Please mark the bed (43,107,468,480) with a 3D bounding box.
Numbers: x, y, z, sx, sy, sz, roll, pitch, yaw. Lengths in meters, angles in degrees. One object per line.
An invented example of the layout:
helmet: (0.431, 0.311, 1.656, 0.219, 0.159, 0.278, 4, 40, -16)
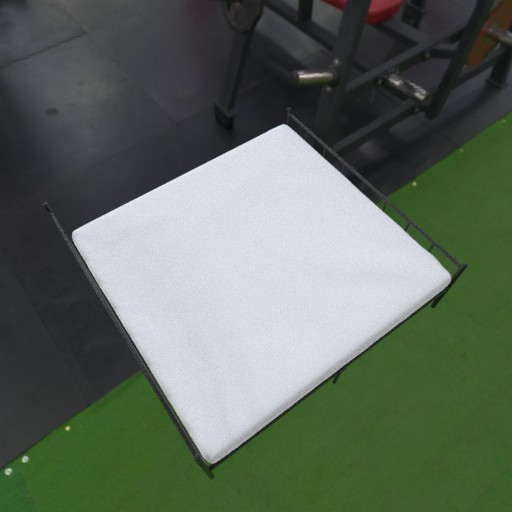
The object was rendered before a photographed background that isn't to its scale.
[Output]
bed: (0.000, 0.000, 3.083, 2.040, 0.940, 1.880, -31, 63, -18)
